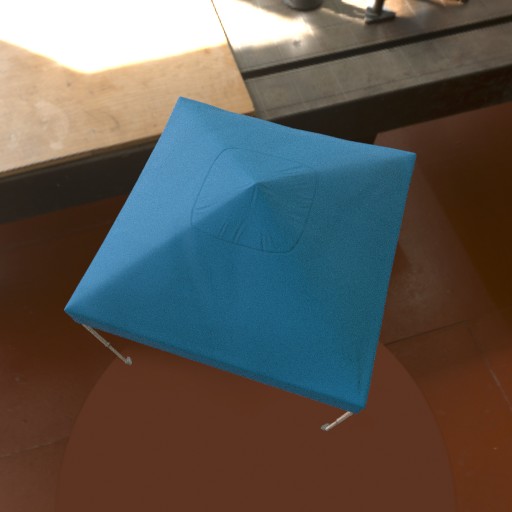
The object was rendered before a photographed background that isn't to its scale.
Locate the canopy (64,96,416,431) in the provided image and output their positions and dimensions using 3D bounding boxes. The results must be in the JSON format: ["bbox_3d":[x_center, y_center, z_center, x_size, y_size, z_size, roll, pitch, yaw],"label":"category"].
[{"bbox_3d":[0.000,0.000,5.393,2.996,2.997,2.998,16,65,8],"label":"canopy"}]
